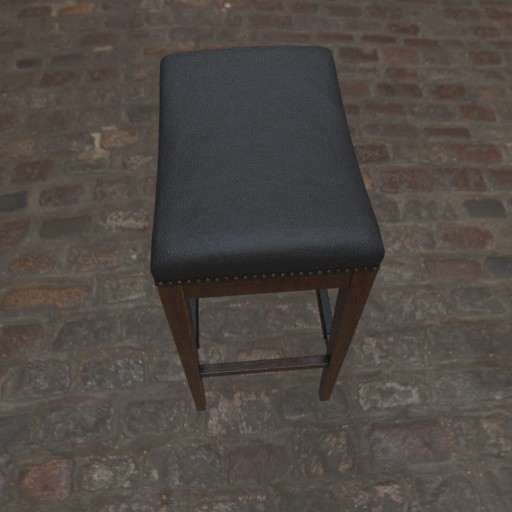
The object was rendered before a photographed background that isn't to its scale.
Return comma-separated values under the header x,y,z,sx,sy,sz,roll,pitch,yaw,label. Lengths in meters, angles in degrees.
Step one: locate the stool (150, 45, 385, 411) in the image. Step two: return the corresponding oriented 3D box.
x,y,z,sx,sy,sz,roll,pitch,yaw,label
0.000,0.000,1.012,0.361,0.765,0.500,-4,59,-2,stool
